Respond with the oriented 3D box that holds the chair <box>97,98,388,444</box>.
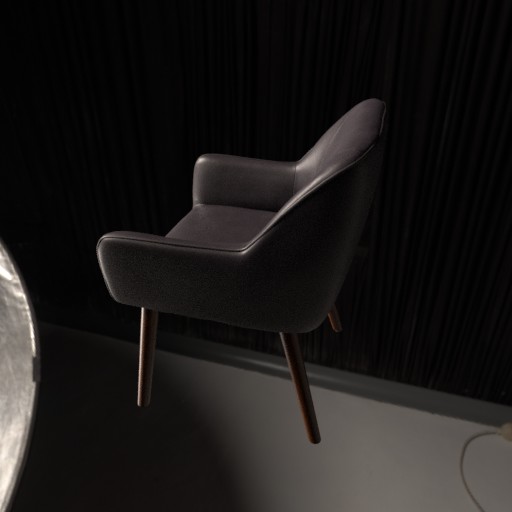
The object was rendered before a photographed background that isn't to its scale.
[{"bbox_3d":[0.000,0.000,1.262,0.610,0.828,0.610,9,33,14],"label":"chair"}]
